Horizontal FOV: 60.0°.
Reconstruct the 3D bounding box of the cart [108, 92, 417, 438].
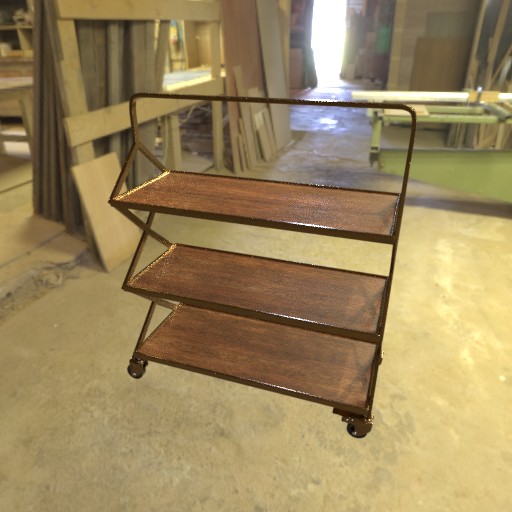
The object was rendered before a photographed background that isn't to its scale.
[{"bbox_3d":[0.000,0.000,1.187,0.723,0.805,0.313,9,28,17],"label":"cart"}]
